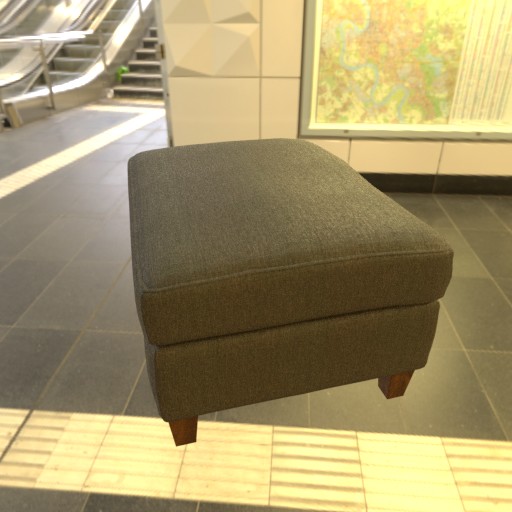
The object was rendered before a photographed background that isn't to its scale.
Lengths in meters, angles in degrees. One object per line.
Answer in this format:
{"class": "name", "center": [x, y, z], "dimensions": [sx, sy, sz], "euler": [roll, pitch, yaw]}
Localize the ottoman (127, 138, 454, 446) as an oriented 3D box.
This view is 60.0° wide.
{"class": "ottoman", "center": [0.000, 0.000, 1.226], "dimensions": [0.639, 0.496, 0.826], "euler": [-8, 30, -13]}
